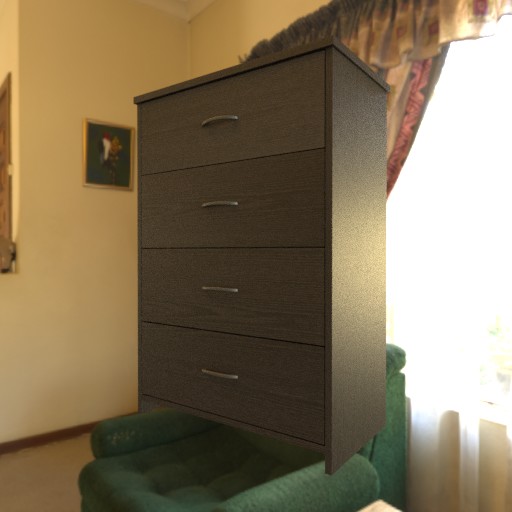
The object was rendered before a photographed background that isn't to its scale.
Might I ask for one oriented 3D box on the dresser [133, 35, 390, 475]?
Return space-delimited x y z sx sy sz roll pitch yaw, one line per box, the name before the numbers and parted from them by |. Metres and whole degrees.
dresser | 0.000 0.000 1.375 0.704 1.020 0.399 0 1 36
